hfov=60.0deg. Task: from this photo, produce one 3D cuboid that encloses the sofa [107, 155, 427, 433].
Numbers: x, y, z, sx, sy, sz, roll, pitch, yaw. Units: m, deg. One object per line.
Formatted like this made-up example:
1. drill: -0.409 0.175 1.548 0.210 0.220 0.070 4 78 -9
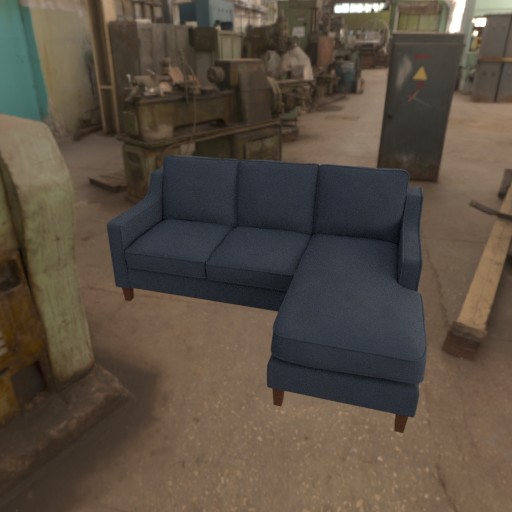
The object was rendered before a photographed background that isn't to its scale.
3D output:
1. sofa: 0.000 0.000 3.228 2.317 1.066 1.858 7 27 15
